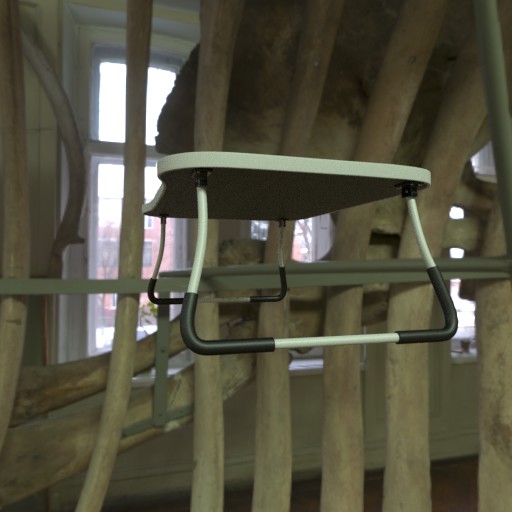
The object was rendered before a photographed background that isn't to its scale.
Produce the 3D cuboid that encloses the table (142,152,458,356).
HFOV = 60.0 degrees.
[{"bbox_3d":[0.000,0.000,0.839,0.400,0.232,0.660,0,-1,-17],"label":"table"}]
